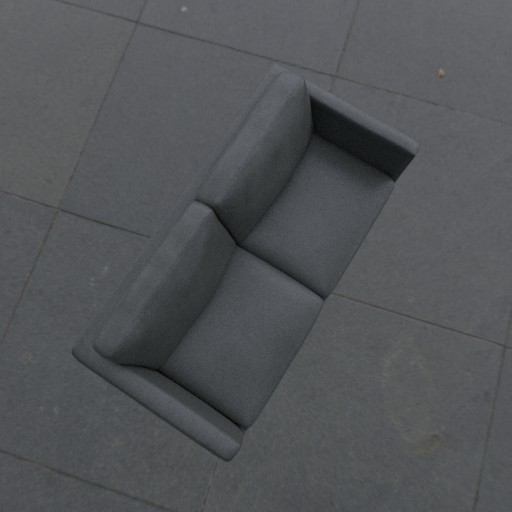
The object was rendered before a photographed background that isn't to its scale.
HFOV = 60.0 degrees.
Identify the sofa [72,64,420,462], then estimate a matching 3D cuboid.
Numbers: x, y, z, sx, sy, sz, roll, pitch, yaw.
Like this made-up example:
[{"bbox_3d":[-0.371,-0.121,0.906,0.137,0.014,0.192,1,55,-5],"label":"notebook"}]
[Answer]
[{"bbox_3d":[0.000,0.000,2.499,0.951,0.933,1.883,32,79,7],"label":"sofa"}]
